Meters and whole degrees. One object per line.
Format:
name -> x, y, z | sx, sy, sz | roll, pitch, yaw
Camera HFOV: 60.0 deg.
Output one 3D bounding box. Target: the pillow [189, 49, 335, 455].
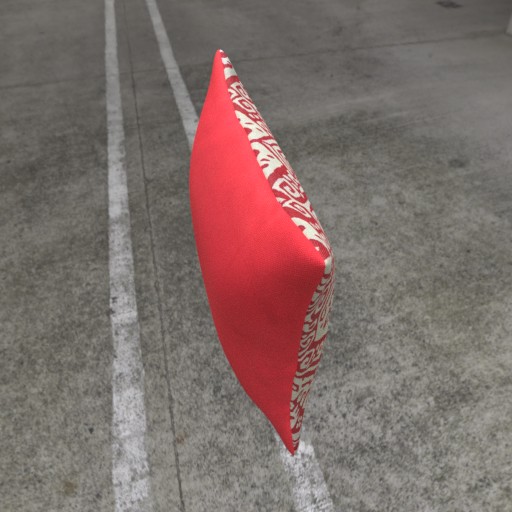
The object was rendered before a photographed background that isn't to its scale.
pillow -> 0.000, 0.000, 0.776 | 0.192, 0.507, 0.522 | -11, 48, -10
